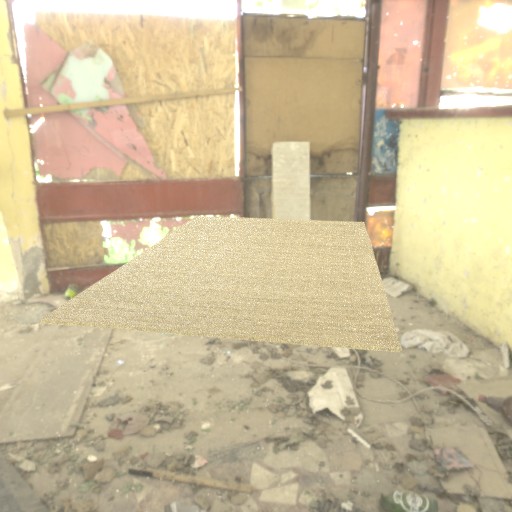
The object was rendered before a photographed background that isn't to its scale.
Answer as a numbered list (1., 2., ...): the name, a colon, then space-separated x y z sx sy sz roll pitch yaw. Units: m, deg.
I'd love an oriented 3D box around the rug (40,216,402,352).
1. rug: 0.000 0.000 2.898 1.532 0.018 2.297 3 17 9
